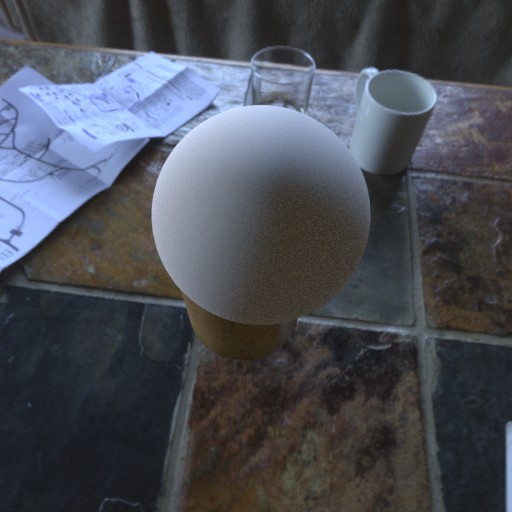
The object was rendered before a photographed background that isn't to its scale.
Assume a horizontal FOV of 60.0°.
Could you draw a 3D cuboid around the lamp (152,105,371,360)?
[{"bbox_3d":[0.000,0.000,0.343,0.141,0.250,0.152,-32,63,-19],"label":"lamp"}]
